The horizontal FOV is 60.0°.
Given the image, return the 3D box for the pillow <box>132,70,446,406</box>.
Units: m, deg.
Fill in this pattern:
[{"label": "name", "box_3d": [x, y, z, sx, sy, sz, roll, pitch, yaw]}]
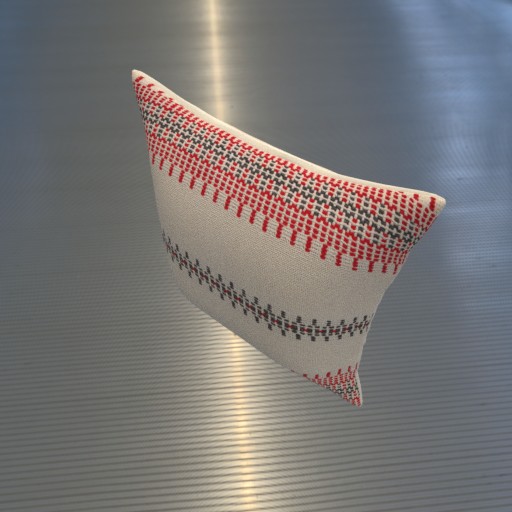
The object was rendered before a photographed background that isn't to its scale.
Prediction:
[{"label": "pillow", "box_3d": [0.000, 0.000, 0.689, 0.463, 0.454, 0.160, 31, 54, 26]}]
